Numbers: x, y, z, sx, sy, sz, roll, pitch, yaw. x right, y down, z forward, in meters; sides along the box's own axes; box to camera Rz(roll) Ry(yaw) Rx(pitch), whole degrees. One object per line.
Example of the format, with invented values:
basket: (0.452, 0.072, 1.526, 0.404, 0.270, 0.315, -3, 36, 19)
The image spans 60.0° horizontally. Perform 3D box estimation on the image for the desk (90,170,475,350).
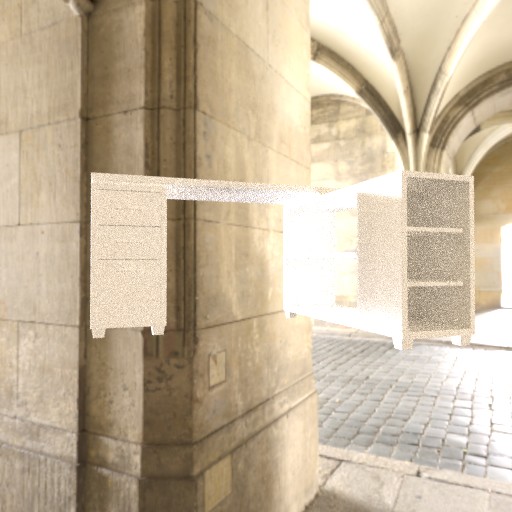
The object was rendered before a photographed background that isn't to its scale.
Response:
desk: (0.000, 0.000, 2.175, 1.524, 0.759, 1.199, 0, -1, -19)
